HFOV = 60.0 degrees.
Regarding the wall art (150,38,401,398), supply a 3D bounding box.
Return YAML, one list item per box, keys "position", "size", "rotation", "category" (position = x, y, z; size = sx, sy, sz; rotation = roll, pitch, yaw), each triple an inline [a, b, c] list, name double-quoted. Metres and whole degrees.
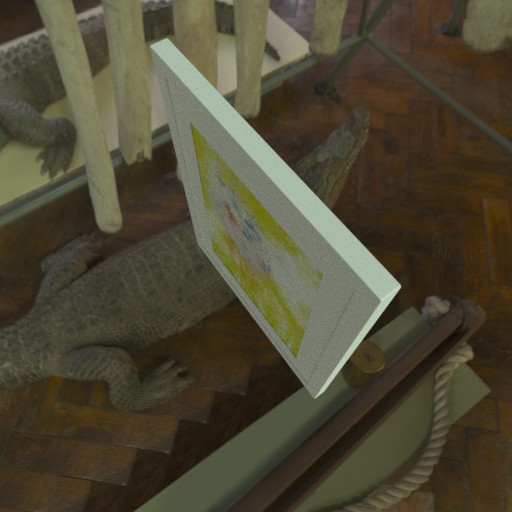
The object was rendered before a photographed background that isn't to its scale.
- position: [0.000, 0.000, 0.763]
  size: [0.028, 0.556, 0.454]
  rotation: [-33, 67, -15]
  category: "wall art"
